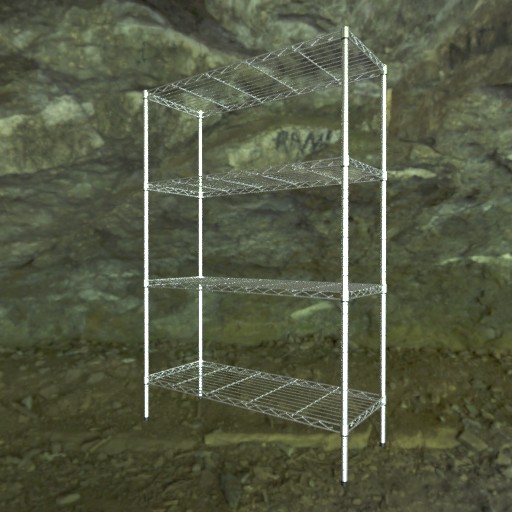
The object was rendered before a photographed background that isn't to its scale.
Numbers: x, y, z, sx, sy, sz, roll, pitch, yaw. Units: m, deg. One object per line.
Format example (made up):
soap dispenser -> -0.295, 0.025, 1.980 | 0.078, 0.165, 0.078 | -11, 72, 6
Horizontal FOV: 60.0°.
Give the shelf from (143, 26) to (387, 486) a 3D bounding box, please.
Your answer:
shelf -> 0.000, 0.000, 1.708 | 0.907, 1.360, 0.352 | 0, 1, 36
